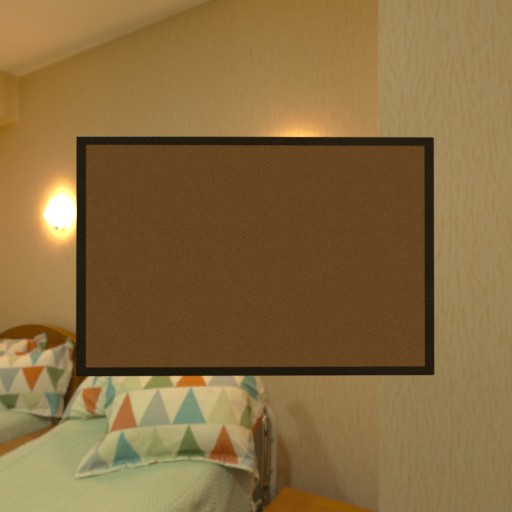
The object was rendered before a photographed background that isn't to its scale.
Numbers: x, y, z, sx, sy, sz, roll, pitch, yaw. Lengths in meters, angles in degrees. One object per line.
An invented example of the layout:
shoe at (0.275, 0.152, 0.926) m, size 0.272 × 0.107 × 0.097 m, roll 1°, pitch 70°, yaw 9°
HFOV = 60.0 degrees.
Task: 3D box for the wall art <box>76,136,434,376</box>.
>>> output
wall art at (0.000, 0.000, 1.146) m, size 0.912 × 0.612 × 0.038 m, roll 0°, pitch 0°, yaw -1°
